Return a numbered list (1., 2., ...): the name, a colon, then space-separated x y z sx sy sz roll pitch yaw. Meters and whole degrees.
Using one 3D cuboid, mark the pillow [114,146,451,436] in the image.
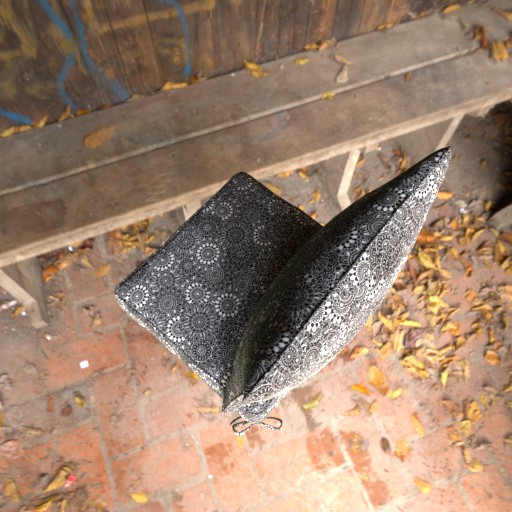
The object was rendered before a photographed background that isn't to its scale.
1. pillow: 0.000 0.000 1.319 0.740 0.722 0.798 36 69 17
